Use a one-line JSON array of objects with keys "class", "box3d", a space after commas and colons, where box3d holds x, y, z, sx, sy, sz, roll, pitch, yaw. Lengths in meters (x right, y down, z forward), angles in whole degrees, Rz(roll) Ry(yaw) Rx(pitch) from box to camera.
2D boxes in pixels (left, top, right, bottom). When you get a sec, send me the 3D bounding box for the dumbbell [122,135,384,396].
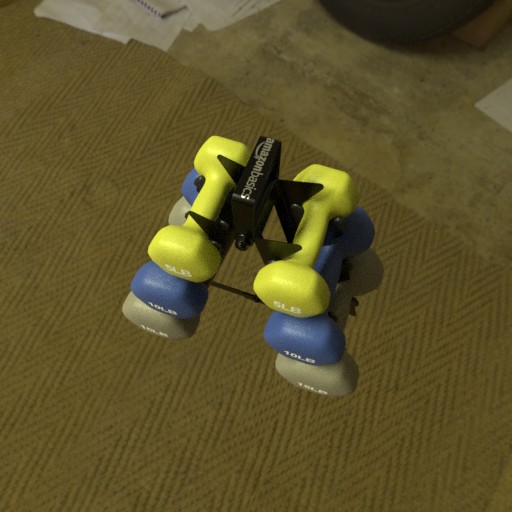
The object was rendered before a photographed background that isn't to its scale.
[{"class": "dumbbell", "box3d": [0.000, 0.000, 0.670, 0.416, 0.426, 0.261, 18, 64, 9]}]
